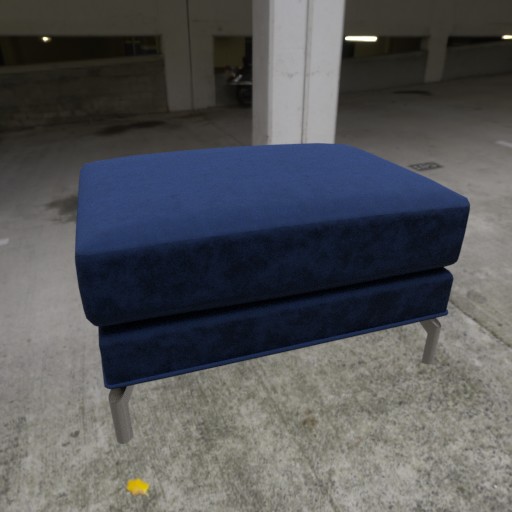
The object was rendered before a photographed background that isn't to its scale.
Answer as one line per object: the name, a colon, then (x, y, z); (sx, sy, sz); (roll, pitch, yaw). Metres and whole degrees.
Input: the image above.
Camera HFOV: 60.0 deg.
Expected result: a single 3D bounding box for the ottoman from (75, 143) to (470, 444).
ottoman: (0.000, 0.000, 1.180); (0.835, 0.498, 0.587); (-9, 28, -17)
